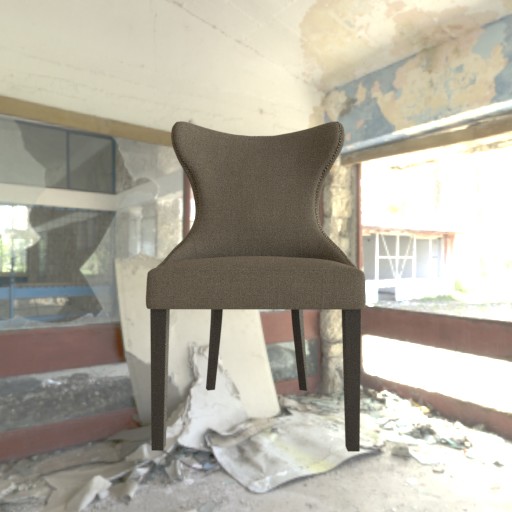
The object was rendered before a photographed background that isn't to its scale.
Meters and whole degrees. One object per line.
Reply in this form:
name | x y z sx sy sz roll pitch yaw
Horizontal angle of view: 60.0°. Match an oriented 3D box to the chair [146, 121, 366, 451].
chair | 0.000 0.000 1.401 0.628 0.967 0.635 0 -1 1
